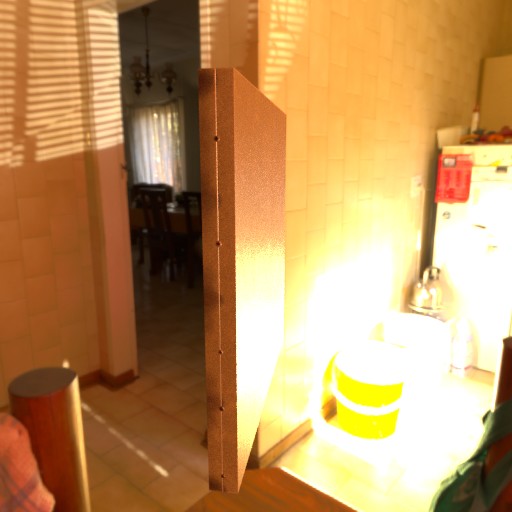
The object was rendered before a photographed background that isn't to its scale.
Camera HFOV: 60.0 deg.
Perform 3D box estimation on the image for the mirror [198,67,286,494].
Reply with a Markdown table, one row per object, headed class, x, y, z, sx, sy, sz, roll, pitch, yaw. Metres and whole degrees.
| class | x | y | z | sx | sy | sz | roll | pitch | yaw |
| --- | --- | --- | --- | --- | --- | --- | --- | --- | --- |
| mirror | 0.000 | 0.000 | 0.756 | 0.042 | 0.507 | 0.509 | 2 | 13 | 10 |
